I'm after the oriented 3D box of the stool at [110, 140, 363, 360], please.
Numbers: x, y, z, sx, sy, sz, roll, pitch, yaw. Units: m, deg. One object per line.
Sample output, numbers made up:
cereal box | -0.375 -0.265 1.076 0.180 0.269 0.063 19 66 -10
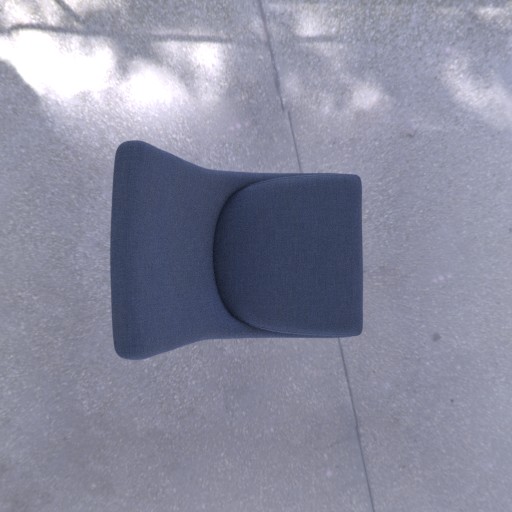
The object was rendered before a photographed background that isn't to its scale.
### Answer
stool | 0.000 0.000 1.359 0.577 1.078 0.470 0 89 -1
